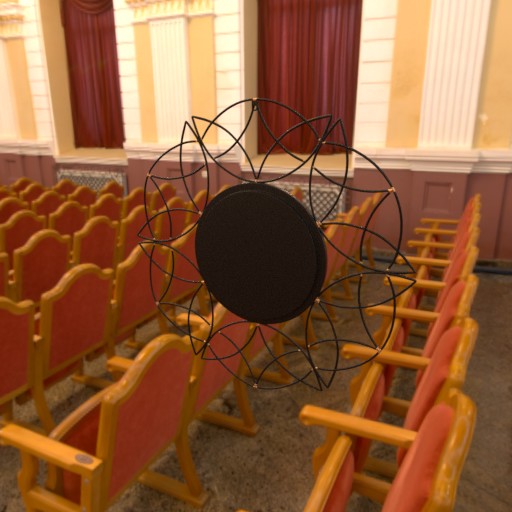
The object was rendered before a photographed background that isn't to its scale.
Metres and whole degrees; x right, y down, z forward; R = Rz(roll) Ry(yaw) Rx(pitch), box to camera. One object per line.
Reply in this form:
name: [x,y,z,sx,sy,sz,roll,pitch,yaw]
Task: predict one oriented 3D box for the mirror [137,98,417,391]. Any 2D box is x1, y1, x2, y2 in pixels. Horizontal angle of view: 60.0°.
mirror: [0.000,0.000,1.153,0.797,0.775,0.028,8,18,25]
